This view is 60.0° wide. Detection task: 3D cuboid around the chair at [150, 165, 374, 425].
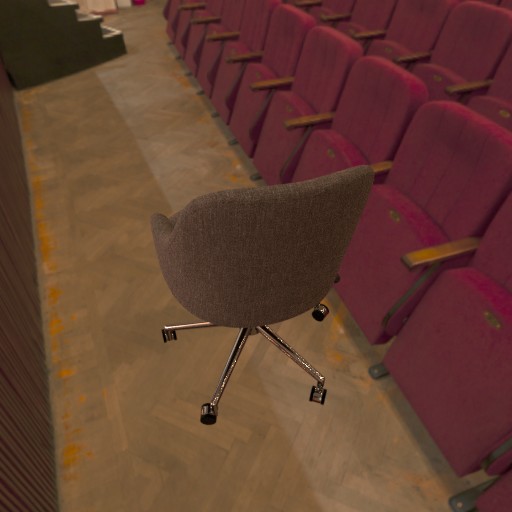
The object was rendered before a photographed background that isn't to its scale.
[{"bbox_3d":[0.000,0.000,1.407,0.671,0.950,0.712,-13,43,-14],"label":"chair"}]
